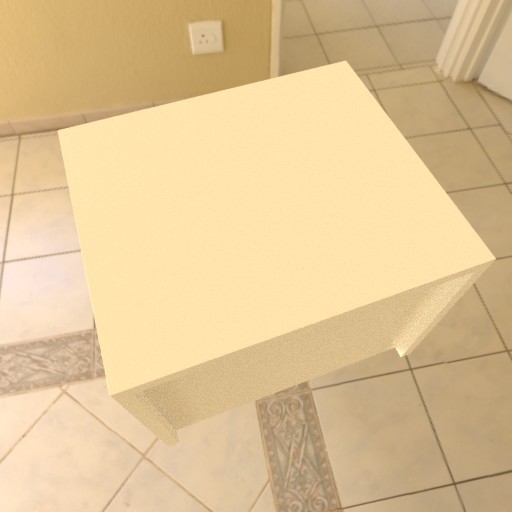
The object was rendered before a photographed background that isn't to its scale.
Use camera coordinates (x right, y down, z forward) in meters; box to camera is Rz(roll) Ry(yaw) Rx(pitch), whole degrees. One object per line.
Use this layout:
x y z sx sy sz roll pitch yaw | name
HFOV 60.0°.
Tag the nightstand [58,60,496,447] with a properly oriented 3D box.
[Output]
0.000 0.000 0.744 0.470 0.351 0.408 -18 60 -10 | nightstand
